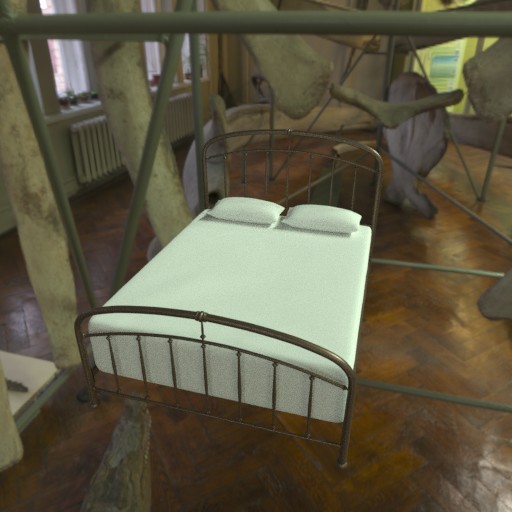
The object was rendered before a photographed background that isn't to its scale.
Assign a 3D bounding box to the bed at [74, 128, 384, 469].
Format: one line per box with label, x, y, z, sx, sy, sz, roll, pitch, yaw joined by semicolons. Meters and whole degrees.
bed;0.000;0.000;3.341;1.711;1.475;2.168;8;28;14
